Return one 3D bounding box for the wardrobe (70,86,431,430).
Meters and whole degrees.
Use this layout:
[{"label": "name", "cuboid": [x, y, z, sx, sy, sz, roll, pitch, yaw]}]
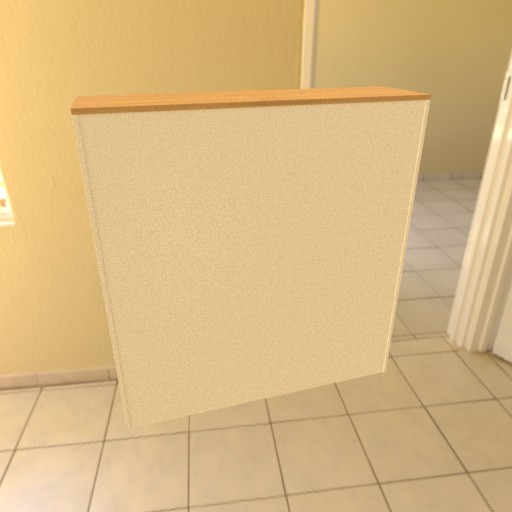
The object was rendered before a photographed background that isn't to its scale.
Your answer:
[{"label": "wardrobe", "cuboid": [0.000, 0.000, 3.295, 2.160, 2.260, 0.590, -8, 27, -15]}]
